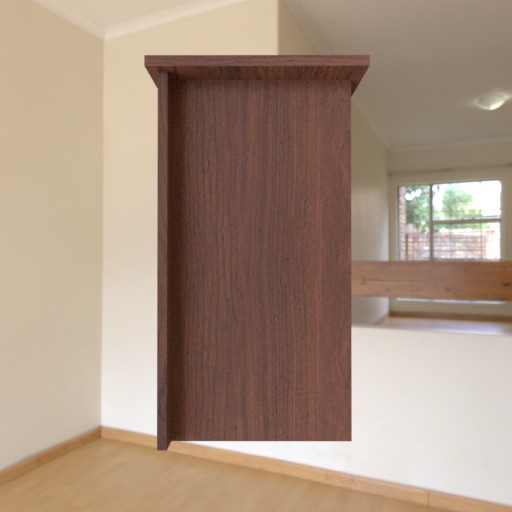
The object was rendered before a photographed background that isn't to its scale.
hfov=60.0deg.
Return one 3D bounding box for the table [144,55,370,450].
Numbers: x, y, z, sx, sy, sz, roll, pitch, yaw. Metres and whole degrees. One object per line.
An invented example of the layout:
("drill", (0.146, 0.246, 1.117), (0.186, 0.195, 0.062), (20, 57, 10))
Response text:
("table", (0.000, 0.000, 1.082), (0.406, 0.711, 0.589), (0, -1, 0))
